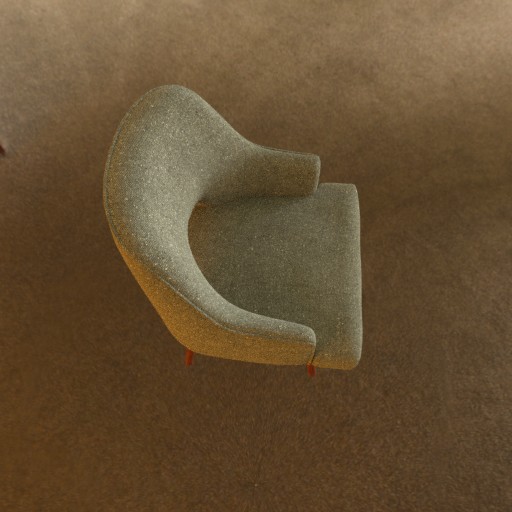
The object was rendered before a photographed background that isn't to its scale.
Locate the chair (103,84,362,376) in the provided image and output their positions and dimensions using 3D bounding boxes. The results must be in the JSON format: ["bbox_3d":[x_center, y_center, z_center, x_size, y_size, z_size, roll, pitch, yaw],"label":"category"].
[{"bbox_3d":[0.000,0.000,1.299,0.629,0.875,0.608,4,63,2],"label":"chair"}]
